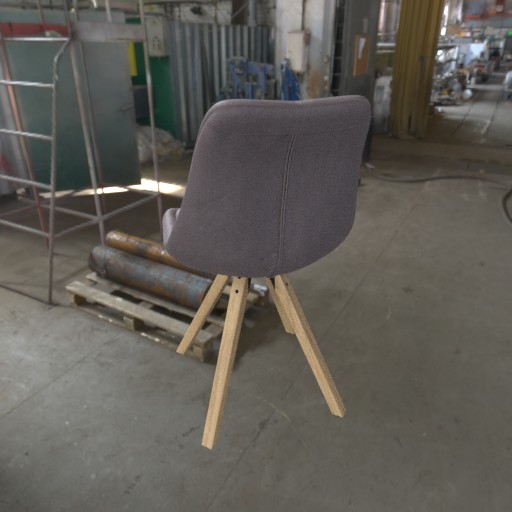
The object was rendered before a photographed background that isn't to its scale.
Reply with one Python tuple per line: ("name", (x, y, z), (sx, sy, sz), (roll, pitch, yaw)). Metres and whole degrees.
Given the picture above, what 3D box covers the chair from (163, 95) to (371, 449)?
("chair", (0.000, 0.000, 1.200), (0.483, 0.865, 0.547), (-7, 27, -15))
